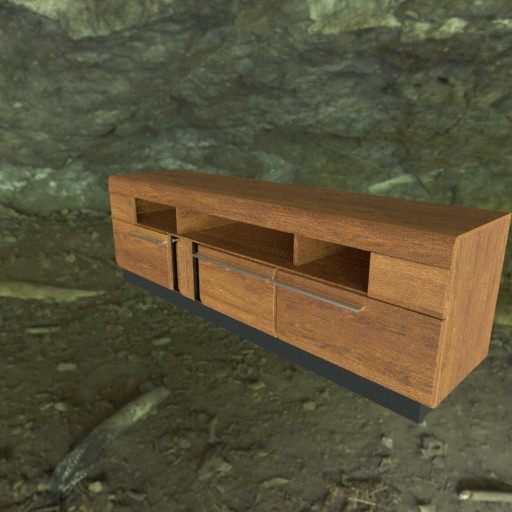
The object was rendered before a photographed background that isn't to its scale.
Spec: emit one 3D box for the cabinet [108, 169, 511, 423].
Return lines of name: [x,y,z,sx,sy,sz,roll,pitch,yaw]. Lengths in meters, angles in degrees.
cabinet: [0.000,0.000,1.712,0.419,0.510,1.600,-16,23,-42]
